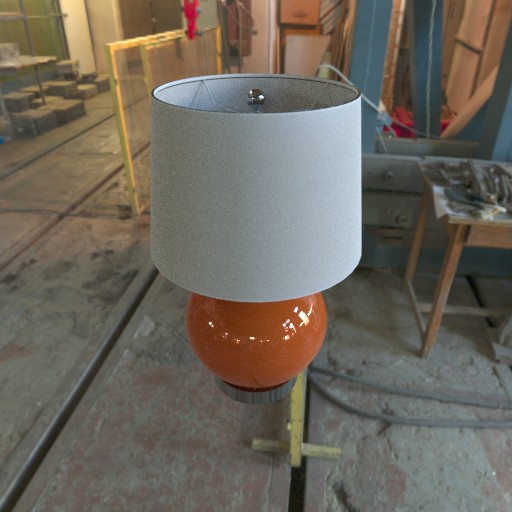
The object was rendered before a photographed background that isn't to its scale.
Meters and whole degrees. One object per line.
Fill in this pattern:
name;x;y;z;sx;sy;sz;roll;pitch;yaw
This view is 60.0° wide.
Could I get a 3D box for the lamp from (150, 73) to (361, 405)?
lamp;0.000;0.000;0.539;0.247;0.387;0.247;0;31;0
